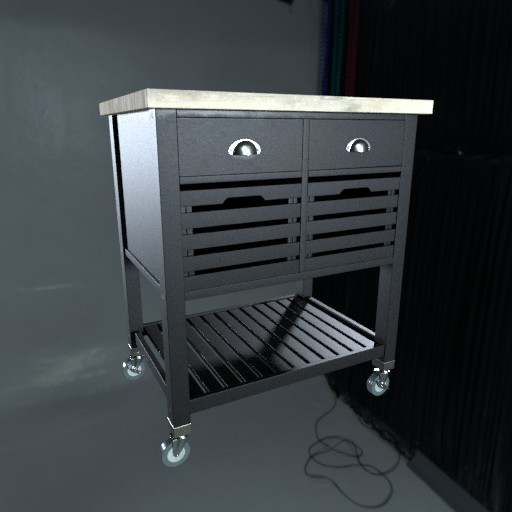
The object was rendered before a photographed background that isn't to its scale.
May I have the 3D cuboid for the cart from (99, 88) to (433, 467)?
[{"bbox_3d":[0.000,0.000,1.399,0.797,0.920,0.567,-8,18,-26],"label":"cart"}]
